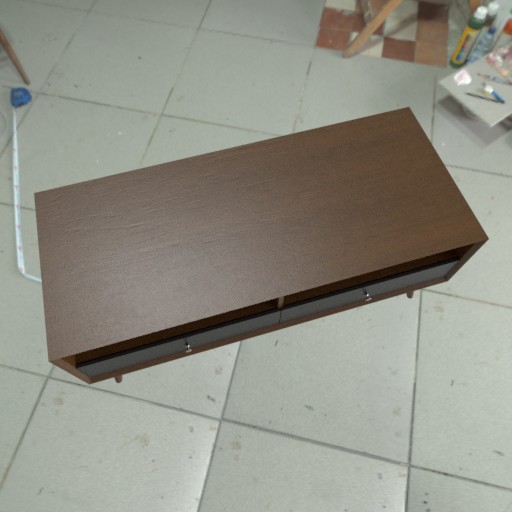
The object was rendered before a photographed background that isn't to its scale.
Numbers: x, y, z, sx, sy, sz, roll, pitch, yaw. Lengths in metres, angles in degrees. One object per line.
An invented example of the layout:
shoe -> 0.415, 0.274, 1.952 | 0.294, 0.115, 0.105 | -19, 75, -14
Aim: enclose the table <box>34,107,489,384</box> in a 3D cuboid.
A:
table -> 0.000, 0.000, 1.384 | 1.119, 0.464, 0.490 | -15, 64, -7
